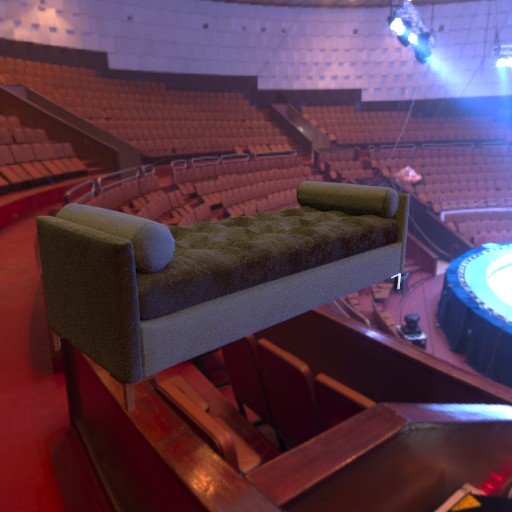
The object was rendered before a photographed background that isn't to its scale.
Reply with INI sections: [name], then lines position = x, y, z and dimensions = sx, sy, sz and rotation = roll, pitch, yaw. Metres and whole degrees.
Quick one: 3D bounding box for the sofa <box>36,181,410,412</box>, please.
[sofa]
position = 0.000, 0.000, 2.526
dimensions = 2.102, 0.705, 0.796
rotation = -14, 20, -43
